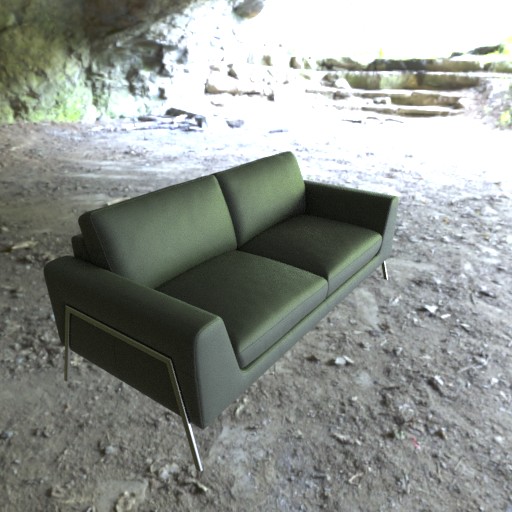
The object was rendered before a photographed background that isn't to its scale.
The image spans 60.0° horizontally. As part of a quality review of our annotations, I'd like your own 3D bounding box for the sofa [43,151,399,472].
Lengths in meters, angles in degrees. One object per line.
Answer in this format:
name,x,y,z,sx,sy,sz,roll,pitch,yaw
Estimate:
sofa,0.000,0.000,2.547,0.953,0.875,2.017,17,29,32
